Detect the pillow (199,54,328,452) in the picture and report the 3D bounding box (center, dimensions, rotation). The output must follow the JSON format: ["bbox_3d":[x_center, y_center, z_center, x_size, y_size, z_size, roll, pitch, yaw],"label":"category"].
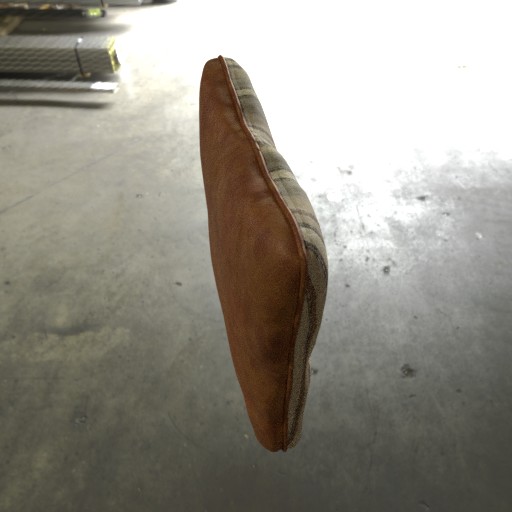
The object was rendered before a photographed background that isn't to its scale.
[{"bbox_3d":[0.000,0.000,0.731,0.130,0.490,0.489,-9,46,-9],"label":"pillow"}]
